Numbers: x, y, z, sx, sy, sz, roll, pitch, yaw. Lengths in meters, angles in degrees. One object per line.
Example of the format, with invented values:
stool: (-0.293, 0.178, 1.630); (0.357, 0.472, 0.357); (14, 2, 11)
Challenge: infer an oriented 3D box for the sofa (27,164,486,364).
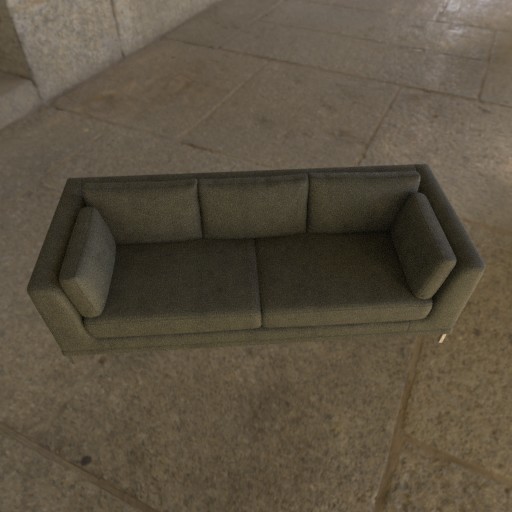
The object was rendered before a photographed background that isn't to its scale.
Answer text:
sofa: (0.000, 0.000, 2.847); (2.415, 0.867, 0.969); (-3, 46, -3)
